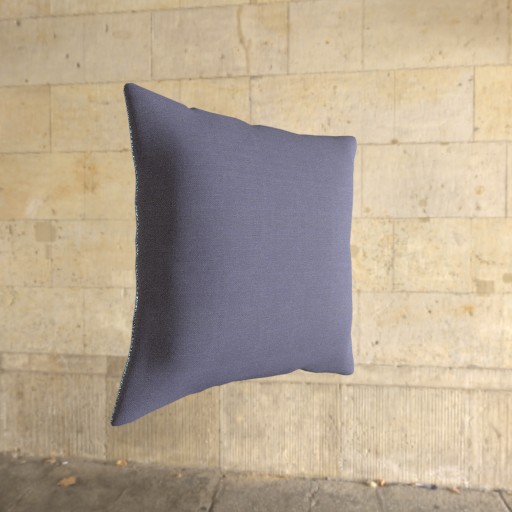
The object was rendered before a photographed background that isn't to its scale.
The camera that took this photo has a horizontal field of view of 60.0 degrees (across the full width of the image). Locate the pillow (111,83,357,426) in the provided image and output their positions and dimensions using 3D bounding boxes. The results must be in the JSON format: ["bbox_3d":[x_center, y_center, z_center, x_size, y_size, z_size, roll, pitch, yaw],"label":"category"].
[{"bbox_3d":[0.000,0.000,0.666,0.436,0.430,0.138,-1,1,-36],"label":"pillow"}]
